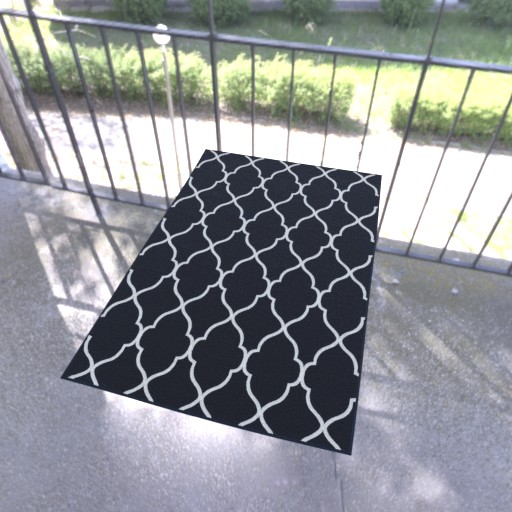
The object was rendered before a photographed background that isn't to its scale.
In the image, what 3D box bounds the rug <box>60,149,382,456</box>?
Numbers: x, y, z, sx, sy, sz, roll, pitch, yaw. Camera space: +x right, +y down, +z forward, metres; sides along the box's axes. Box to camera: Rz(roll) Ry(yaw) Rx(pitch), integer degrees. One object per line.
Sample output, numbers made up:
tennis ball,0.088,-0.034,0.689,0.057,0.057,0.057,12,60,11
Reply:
rug,0.000,0.000,2.948,1.526,0.014,2.290,11,47,10
